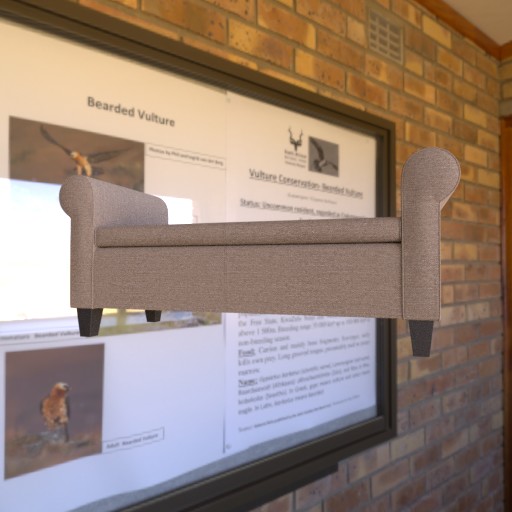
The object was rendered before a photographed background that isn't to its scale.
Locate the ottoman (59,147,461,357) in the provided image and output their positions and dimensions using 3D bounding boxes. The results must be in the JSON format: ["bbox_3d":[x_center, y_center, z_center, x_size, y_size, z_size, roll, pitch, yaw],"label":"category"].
[{"bbox_3d":[0.000,0.000,1.551,1.256,0.547,0.521,0,-1,18],"label":"ottoman"}]
